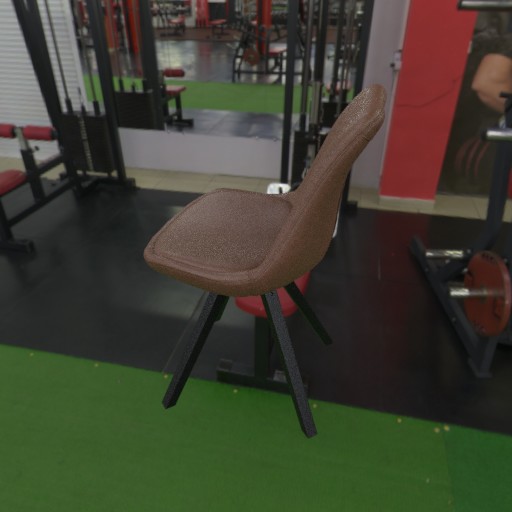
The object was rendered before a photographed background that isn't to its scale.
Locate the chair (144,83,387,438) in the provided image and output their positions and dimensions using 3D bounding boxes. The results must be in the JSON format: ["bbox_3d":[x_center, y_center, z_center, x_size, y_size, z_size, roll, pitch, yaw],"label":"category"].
[{"bbox_3d":[0.000,0.000,1.178,0.550,0.850,0.475,8,33,13],"label":"chair"}]
